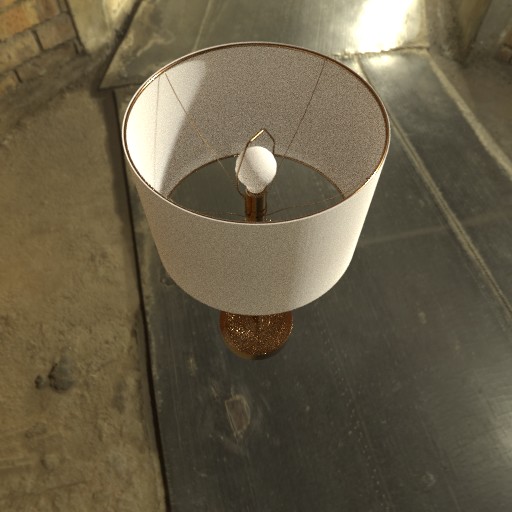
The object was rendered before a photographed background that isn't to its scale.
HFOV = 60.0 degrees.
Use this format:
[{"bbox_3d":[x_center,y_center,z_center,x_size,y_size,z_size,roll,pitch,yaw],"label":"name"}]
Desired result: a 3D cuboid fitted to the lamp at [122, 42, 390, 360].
[{"bbox_3d":[0.000,0.000,0.624,0.252,0.483,0.252,33,63,19],"label":"lamp"}]
